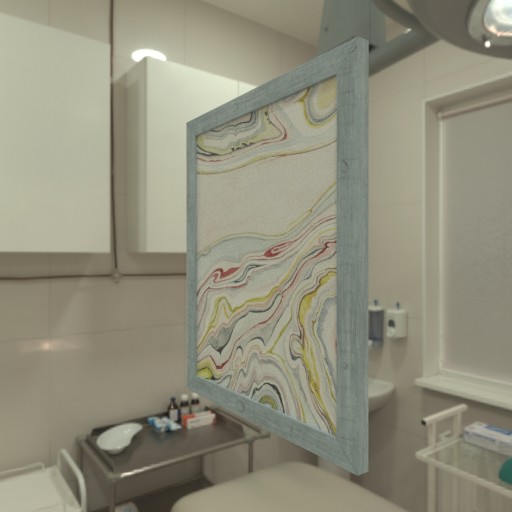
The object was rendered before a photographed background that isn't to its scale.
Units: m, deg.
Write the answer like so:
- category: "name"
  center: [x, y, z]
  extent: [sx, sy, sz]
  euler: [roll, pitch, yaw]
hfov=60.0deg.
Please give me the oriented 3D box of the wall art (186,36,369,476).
- category: "wall art"
  center: [0.000, 0.000, 0.785]
  extent: [0.022, 0.582, 0.479]
  euler: [0, 0, -37]
